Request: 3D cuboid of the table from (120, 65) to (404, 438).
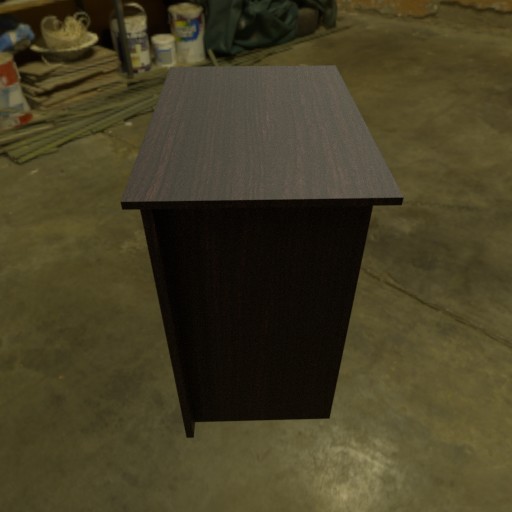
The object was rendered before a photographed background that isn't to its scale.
[{"bbox_3d":[0.000,0.000,1.084,0.406,0.711,0.591,-1,40,-1],"label":"table"}]
